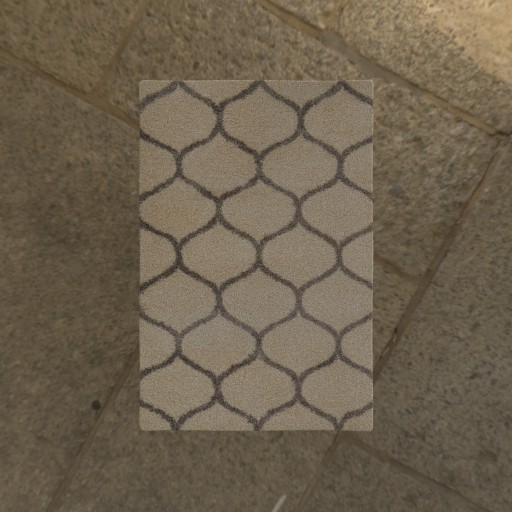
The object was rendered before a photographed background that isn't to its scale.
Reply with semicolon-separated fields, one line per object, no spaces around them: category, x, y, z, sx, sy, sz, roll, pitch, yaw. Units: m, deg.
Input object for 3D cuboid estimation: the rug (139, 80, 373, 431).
rug;0.000;0.000;3.417;1.801;0.026;2.701;0;90;0
